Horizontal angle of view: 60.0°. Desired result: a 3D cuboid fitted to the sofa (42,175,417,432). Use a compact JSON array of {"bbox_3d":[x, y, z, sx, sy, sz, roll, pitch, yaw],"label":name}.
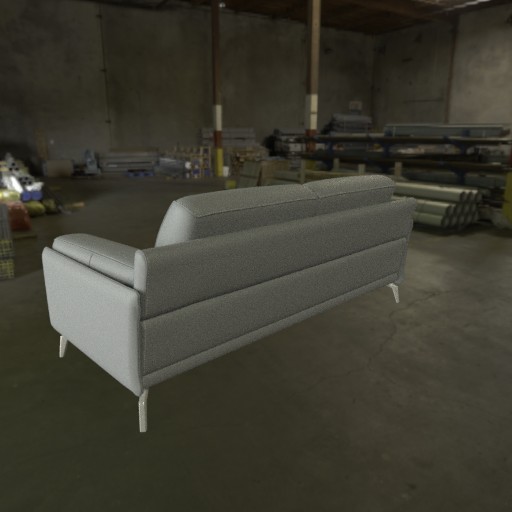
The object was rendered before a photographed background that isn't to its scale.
[{"bbox_3d":[0.000,0.000,2.592,2.100,0.900,0.969,-14,21,-42],"label":"sofa"}]
